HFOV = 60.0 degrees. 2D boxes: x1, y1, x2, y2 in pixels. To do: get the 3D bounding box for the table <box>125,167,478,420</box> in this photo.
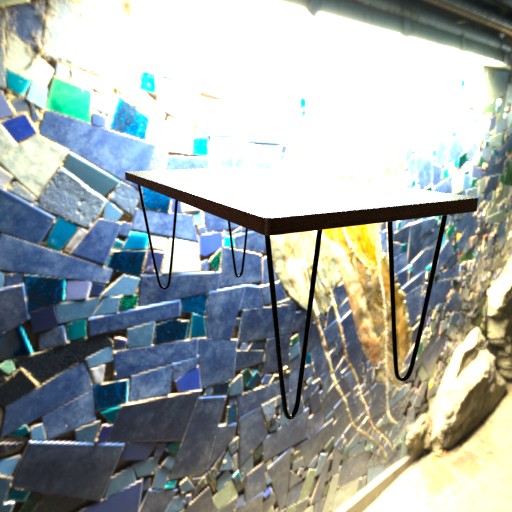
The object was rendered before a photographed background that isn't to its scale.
[{"bbox_3d":[0.000,0.000,2.251,0.883,0.753,1.791,-8,17,-27],"label":"table"}]
